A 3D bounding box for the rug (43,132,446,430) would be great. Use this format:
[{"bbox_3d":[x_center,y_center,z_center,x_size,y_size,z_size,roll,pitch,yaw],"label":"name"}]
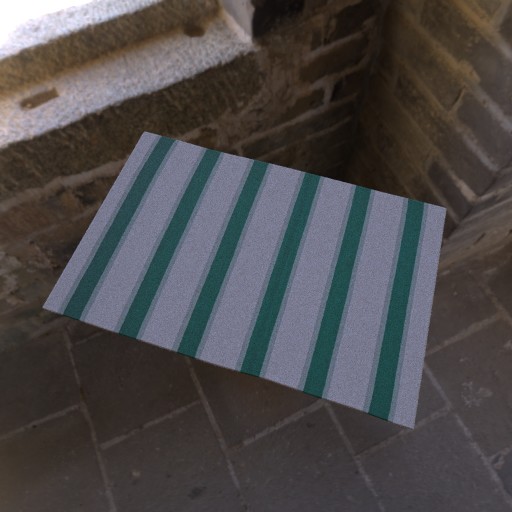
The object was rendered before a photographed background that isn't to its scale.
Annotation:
[{"bbox_3d":[0.000,0.000,2.325,1.829,0.012,1.210,16,64,8],"label":"rug"}]
